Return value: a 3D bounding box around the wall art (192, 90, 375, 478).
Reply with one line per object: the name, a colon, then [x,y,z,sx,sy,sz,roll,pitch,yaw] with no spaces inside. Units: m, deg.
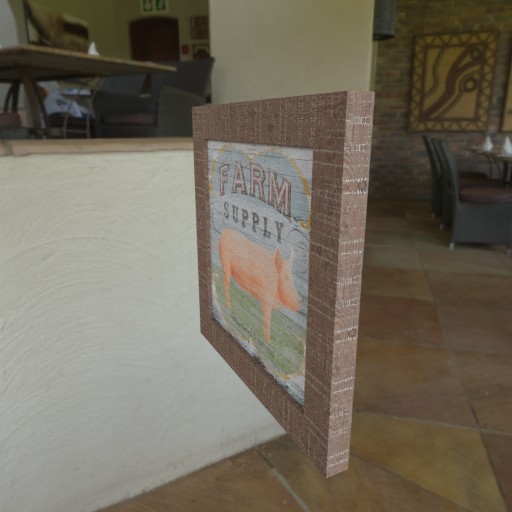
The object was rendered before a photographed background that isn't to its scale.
wall art: [0.000,0.000,0.807,0.040,0.531,0.531,-8,18,-26]
